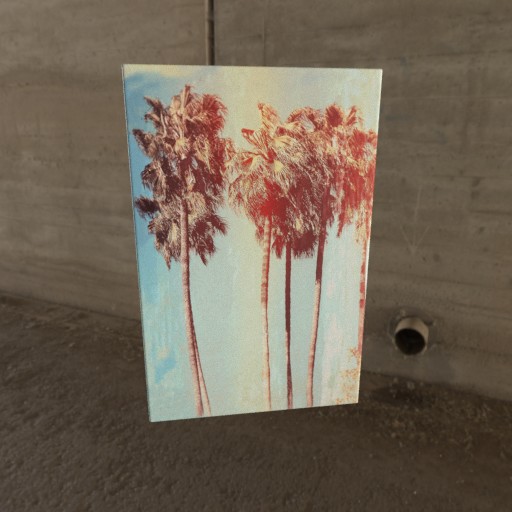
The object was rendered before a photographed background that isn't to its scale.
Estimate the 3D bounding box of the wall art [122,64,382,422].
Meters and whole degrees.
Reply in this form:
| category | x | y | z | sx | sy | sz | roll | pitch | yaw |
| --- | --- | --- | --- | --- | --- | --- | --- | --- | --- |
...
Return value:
| category | x | y | z | sx | sy | sz | roll | pitch | yaw |
| --- | --- | --- | --- | --- | --- | --- | --- | --- | --- |
| wall art | 0.000 | 0.000 | 0.773 | 0.401 | 0.610 | 0.038 | -2 | 16 | -8 |
